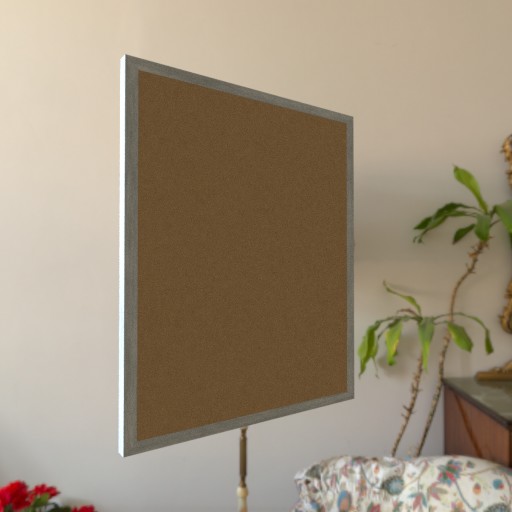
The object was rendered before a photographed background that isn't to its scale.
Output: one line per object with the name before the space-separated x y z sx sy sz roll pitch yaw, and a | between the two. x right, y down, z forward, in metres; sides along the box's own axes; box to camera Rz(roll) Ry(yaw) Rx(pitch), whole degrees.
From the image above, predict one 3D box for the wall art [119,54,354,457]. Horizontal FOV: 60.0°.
wall art | 0.000 0.000 0.785 0.479 0.582 0.022 1 -1 -35
